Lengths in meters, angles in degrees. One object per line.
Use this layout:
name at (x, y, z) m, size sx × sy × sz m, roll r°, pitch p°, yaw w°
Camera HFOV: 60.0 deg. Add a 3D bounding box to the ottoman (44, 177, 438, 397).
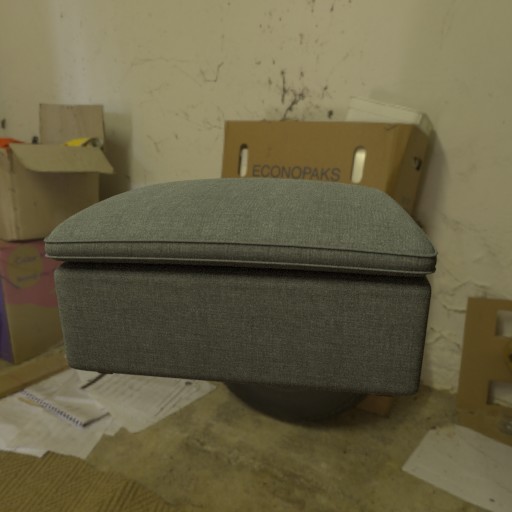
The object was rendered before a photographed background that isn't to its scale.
ottoman at (0.000, 0.000, 1.675) m, size 1.067 × 0.559 × 1.067 m, roll 2°, pitch 16°, yaw 8°
